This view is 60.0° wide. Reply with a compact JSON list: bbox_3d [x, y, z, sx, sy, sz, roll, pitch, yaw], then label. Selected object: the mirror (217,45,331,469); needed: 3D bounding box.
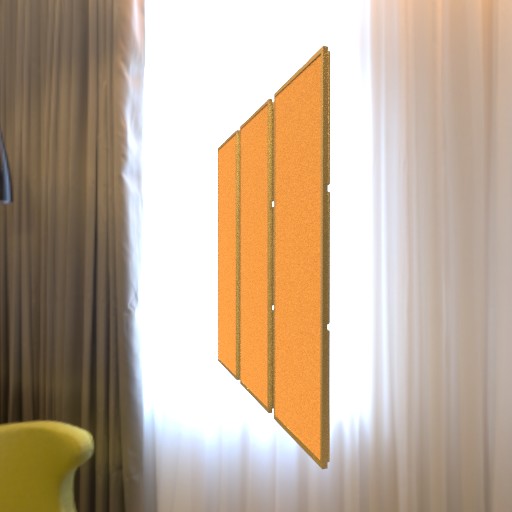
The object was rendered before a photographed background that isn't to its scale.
[{"bbox_3d":[0.000,0.000,1.453,0.023,0.926,1.011,0,1,-18],"label":"mirror"}]
